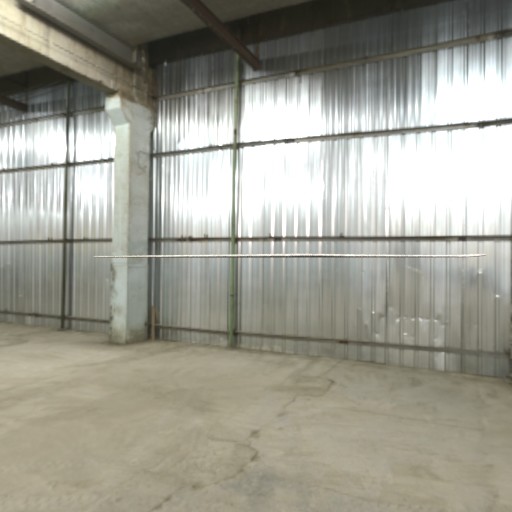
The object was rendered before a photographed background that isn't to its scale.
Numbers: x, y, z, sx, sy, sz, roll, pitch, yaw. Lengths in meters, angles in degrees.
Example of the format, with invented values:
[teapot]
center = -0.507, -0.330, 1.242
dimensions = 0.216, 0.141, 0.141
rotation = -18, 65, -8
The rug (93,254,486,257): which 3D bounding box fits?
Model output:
[rug]
center = 0.000, 0.000, 3.110
dimensions = 1.527, 0.021, 2.447
rotation = 0, 0, -36
